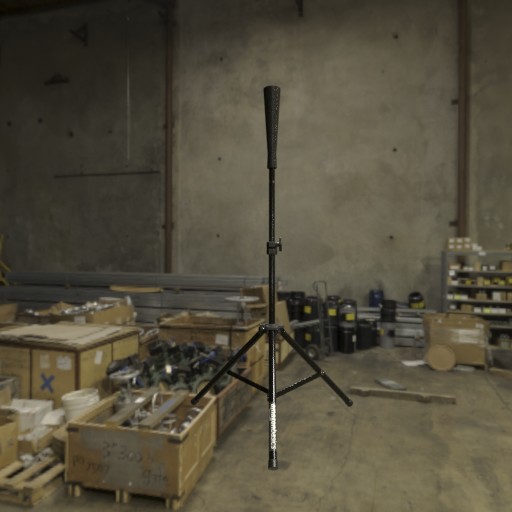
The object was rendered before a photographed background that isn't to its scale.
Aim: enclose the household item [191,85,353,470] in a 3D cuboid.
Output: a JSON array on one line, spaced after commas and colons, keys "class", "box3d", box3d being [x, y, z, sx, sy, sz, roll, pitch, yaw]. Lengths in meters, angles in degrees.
[{"class": "household item", "box3d": [0.000, 0.000, 1.388, 0.559, 1.067, 0.559, 0, 0, 17]}]
